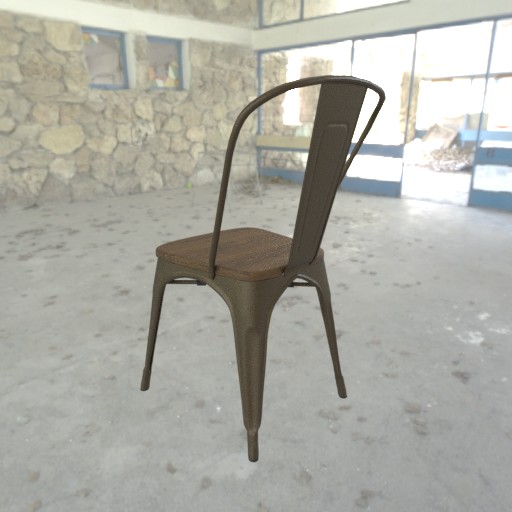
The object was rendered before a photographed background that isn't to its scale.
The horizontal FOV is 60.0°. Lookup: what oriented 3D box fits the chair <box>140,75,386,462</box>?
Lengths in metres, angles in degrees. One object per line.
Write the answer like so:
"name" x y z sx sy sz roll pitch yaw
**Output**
"chair" 0.000 0.000 1.160 0.451 0.844 0.532 -16 23 -42
